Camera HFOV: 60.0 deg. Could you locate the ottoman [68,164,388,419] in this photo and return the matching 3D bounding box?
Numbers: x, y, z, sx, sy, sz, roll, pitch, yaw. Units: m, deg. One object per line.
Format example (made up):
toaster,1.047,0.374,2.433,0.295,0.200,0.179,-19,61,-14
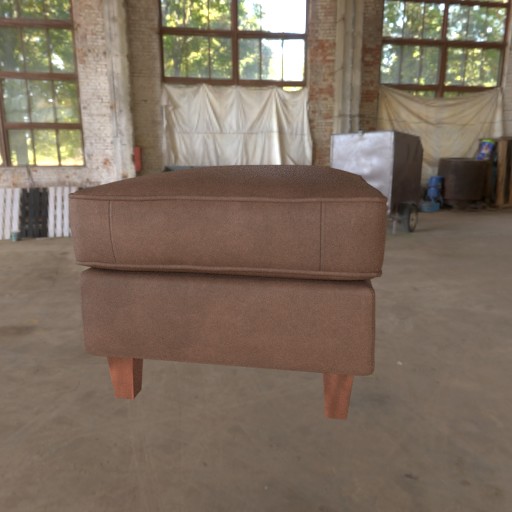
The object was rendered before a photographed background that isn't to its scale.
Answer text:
ottoman,0.000,0.000,1.201,0.596,0.481,0.860,2,13,9
